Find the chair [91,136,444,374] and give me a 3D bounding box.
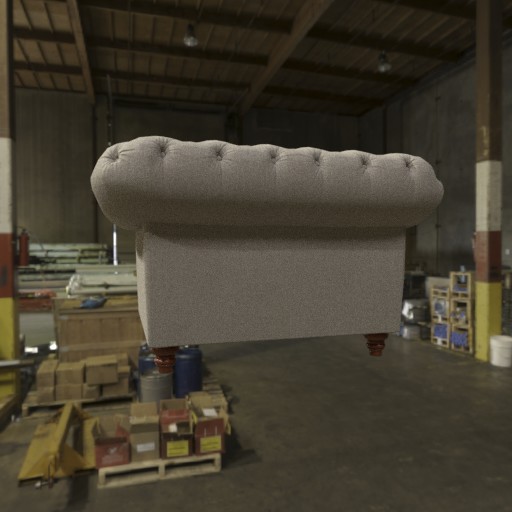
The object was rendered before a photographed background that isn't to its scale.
[{"bbox_3d":[0.000,0.000,1.869,1.270,0.770,0.976,0,1,-17],"label":"chair"}]
